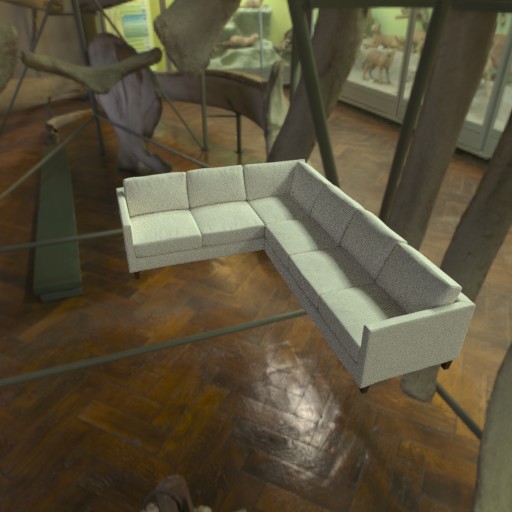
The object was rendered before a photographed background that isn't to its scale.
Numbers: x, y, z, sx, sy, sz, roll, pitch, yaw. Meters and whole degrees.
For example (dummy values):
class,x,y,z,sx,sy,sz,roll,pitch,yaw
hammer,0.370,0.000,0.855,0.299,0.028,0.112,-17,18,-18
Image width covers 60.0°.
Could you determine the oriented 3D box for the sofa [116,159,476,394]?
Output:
class,x,y,z,sx,sy,sz,roll,pitch,yaw
sofa,0.000,0.000,4.397,2.432,0.863,3.182,-10,33,-16
